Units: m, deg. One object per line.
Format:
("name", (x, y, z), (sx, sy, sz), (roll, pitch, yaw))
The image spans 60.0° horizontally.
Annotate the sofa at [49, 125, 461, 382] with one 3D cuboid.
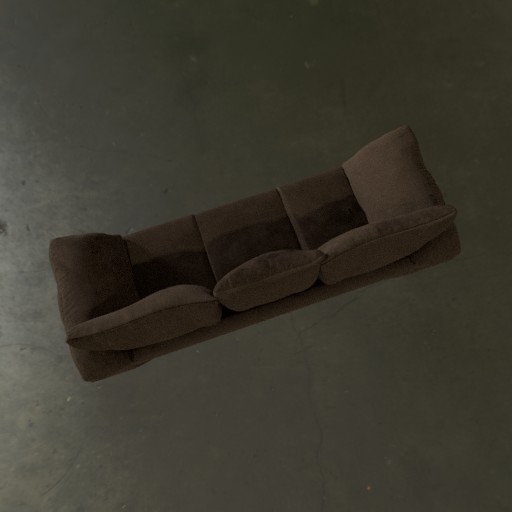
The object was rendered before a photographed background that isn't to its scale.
("sofa", (0.000, 0.000, 2.816), (2.336, 1.015, 0.878), (-18, 76, -5))
